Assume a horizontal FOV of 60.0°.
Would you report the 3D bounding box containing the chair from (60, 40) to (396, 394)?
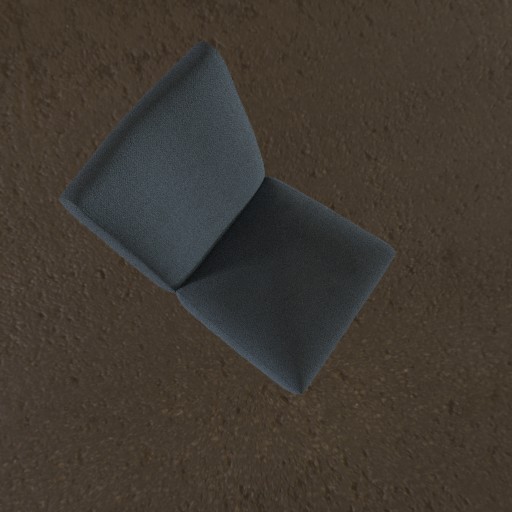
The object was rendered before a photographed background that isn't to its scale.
[{"bbox_3d":[0.000,0.000,1.229,0.629,0.882,0.487,35,78,9],"label":"chair"}]
